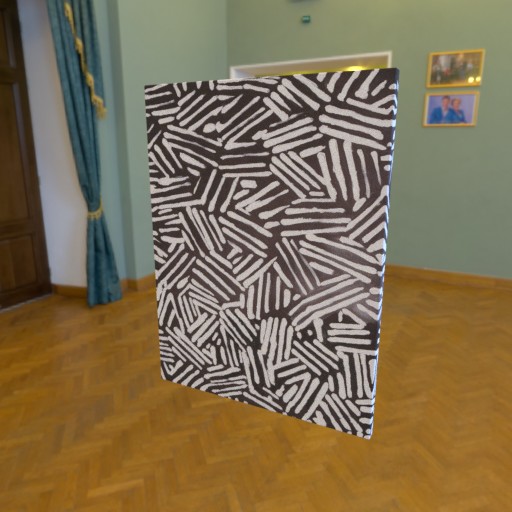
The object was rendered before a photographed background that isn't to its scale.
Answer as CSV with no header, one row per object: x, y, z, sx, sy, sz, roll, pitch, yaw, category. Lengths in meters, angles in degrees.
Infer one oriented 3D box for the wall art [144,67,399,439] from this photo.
0.000,0.000,1.355,0.765,1.017,0.038,7,16,26,wall art
